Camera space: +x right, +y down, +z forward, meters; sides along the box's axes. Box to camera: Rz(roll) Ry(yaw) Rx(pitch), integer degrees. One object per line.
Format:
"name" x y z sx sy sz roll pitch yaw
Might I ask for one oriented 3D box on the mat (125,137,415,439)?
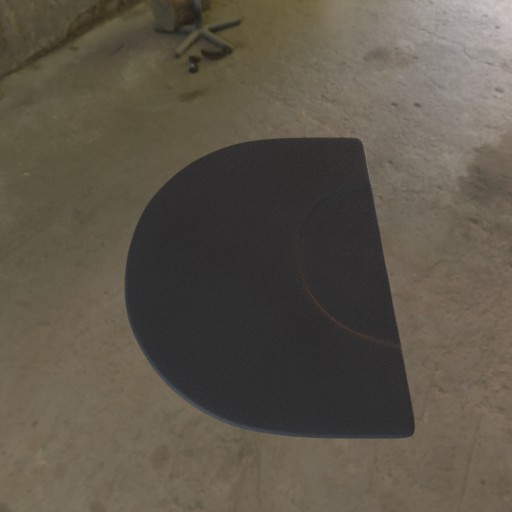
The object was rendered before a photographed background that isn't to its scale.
"mat" 0.000 0.000 1.578 0.917 0.016 1.220 0 57 0
